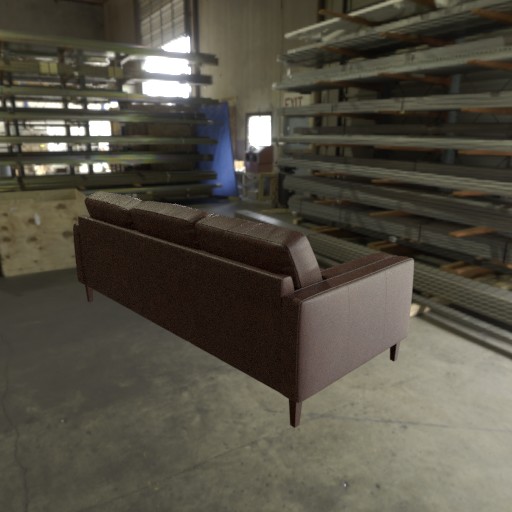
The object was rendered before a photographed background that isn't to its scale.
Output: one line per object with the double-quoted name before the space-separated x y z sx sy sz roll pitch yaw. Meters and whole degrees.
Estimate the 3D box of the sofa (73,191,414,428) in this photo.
"sofa" 0.000 0.000 3.018 1.613 0.841 2.185 -14 21 -42
